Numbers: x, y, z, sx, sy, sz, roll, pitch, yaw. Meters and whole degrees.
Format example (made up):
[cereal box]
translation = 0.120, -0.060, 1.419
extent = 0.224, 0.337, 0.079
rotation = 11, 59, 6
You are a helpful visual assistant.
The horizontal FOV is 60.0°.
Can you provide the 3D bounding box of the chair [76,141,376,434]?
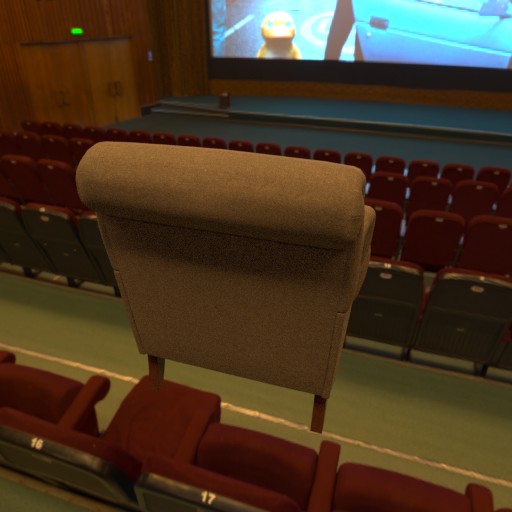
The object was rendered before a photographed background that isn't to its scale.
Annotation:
[chair]
translation = 0.000, 0.000, 1.576
extent = 0.766, 0.942, 0.843
rotation = 9, 32, 15
